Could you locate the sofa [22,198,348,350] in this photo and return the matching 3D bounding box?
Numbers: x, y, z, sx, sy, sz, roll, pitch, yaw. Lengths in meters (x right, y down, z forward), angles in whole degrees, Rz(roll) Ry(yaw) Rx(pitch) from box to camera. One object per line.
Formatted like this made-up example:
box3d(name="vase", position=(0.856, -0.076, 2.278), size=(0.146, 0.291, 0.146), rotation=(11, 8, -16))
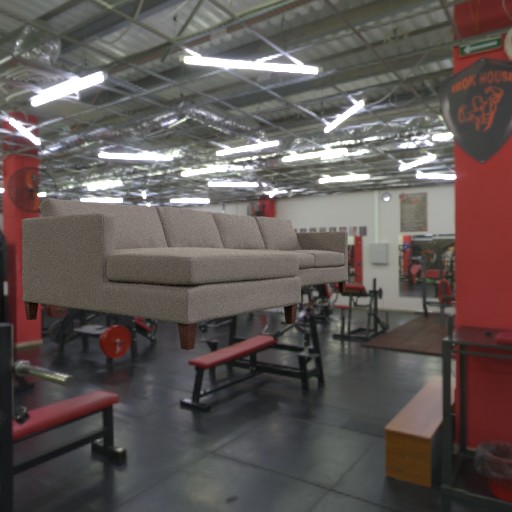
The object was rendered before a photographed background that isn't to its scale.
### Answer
box3d(name="sofa", position=(0.000, 0.000, 3.794), size=(1.625, 0.846, 3.186), rotation=(1, 1, 37))
